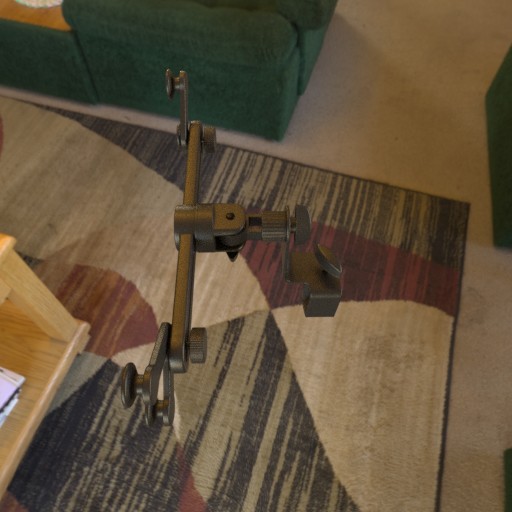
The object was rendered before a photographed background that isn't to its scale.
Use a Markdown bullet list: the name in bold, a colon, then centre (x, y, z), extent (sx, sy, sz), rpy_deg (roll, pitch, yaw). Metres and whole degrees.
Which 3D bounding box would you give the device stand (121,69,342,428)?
- **device stand**: centre (0.000, 0.000, 0.363), extent (0.142, 0.166, 0.270), rpy_deg (-1, 59, 0)
